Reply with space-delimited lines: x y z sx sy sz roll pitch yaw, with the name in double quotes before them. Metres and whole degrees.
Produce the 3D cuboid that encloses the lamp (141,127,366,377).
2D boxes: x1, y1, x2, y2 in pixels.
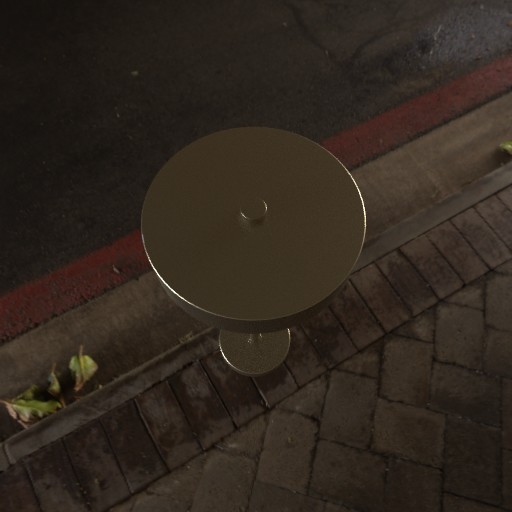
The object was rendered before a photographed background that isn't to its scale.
"lamp" 0.000 0.000 0.704 0.229 0.508 0.369 2 64 1
